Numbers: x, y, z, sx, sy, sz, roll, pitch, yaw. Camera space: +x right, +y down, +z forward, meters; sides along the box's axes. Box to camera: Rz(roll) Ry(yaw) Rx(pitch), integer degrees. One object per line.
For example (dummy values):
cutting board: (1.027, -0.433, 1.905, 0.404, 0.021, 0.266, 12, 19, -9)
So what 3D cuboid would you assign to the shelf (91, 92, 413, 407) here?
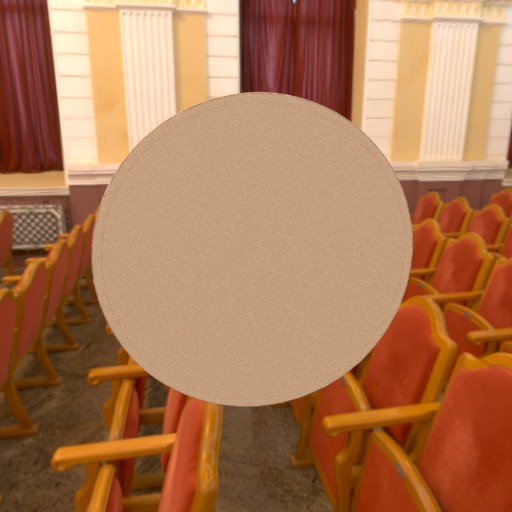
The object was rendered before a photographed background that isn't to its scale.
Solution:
shelf: (0.000, 0.000, 1.179, 0.806, 0.807, 0.158, -2, 15, -8)
